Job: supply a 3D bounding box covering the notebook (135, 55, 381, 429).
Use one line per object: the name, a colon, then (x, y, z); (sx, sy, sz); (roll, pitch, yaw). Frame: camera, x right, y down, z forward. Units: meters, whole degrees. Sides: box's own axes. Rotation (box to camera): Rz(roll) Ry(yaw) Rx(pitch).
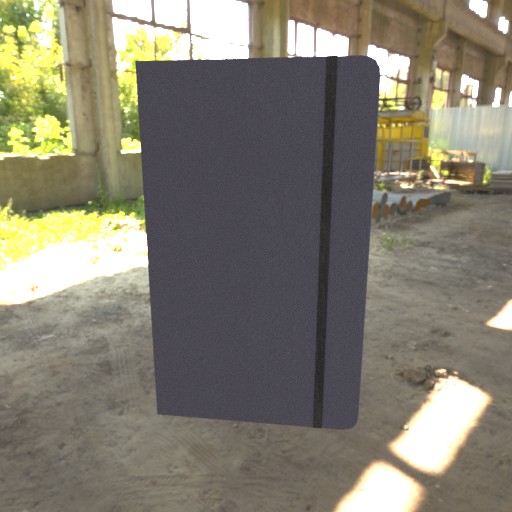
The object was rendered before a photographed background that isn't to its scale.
notebook: (0.000, 0.000, 0.259); (0.127, 0.213, 0.016); (2, 14, 8)
